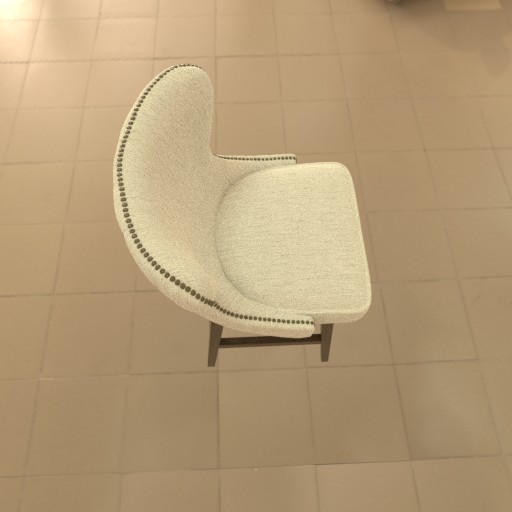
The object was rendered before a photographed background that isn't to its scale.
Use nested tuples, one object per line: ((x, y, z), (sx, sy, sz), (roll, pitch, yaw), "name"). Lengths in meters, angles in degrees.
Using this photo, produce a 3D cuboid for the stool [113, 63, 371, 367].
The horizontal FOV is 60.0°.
((0.000, 0.000, 1.344), (0.597, 0.972, 0.615), (-3, 64, -1), "stool")
